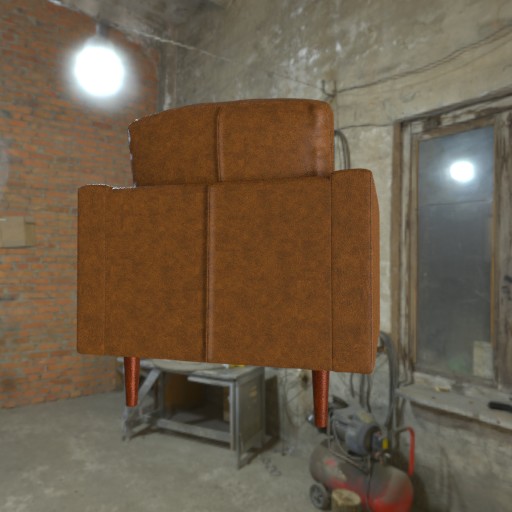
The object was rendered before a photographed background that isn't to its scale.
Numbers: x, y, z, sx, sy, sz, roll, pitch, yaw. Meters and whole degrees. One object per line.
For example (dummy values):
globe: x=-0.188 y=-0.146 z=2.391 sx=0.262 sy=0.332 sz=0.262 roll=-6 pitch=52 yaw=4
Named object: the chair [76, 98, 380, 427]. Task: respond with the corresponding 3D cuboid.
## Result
chair: x=0.000 y=0.000 z=1.676 sx=0.890 sy=0.956 sz=0.909 roll=0 pitch=-1 yaw=17
